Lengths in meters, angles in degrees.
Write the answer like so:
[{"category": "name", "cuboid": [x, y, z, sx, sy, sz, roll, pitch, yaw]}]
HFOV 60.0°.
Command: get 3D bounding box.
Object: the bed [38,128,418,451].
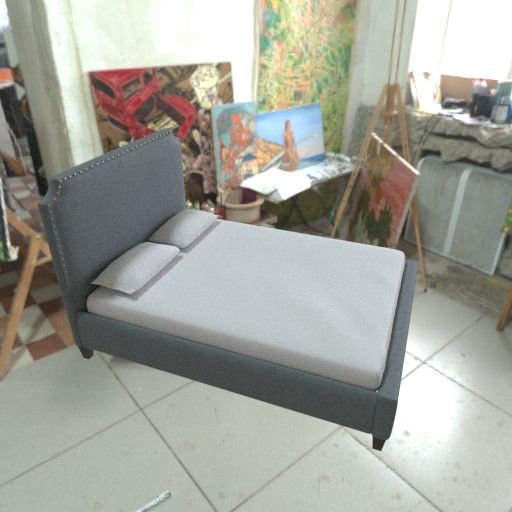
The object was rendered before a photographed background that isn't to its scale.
[{"category": "bed", "cuboid": [0.000, 0.000, 3.406, 2.372, 1.443, 1.712, 11, 31, 19]}]
